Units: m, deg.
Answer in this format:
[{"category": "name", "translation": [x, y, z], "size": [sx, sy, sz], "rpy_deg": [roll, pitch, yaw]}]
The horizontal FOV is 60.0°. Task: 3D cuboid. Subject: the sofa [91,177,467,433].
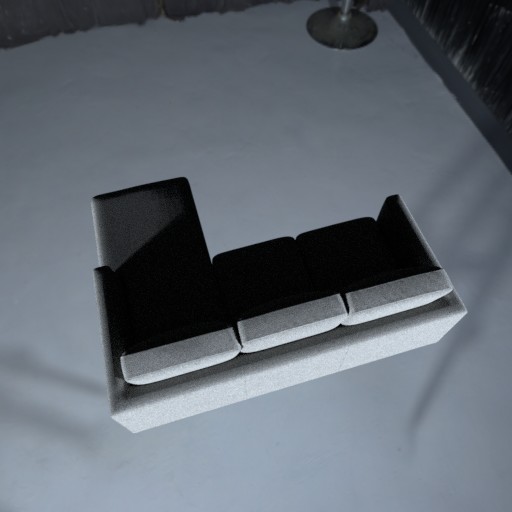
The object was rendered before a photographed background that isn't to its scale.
[{"category": "sofa", "translation": [0.000, 0.000, 2.988], "size": [2.055, 0.957, 1.667], "rpy_deg": [-14, 61, -8]}]
